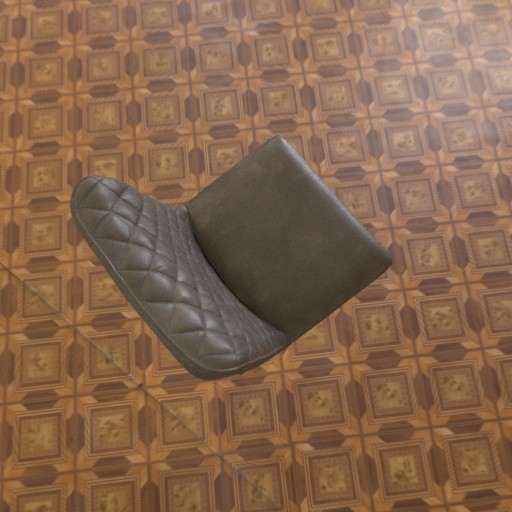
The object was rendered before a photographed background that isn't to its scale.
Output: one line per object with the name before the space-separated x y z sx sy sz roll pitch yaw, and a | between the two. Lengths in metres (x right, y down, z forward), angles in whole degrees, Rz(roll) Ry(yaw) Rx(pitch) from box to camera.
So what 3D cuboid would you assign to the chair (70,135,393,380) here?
chair | 0.000 0.000 1.218 0.587 0.889 0.508 -37 78 -9
